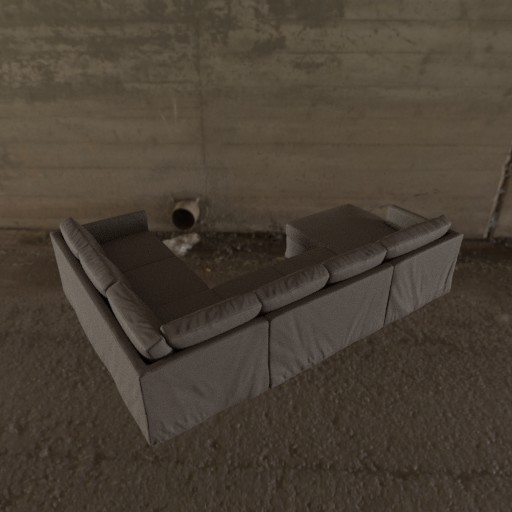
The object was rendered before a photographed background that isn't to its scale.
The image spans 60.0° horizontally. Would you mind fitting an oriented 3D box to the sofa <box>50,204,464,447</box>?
[{"bbox_3d":[0.000,0.000,4.627,3.528,0.878,2.476,-19,36,-29],"label":"sofa"}]
